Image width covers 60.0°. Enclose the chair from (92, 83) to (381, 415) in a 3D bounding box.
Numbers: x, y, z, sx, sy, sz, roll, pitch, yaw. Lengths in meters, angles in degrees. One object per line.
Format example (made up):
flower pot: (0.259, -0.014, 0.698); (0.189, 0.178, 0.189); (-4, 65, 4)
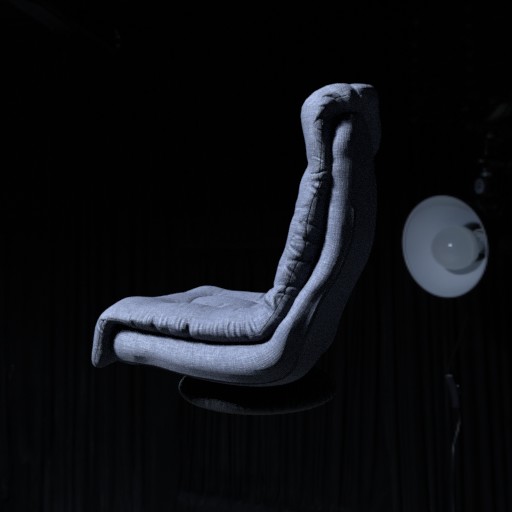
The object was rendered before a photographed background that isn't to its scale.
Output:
chair: (0.000, 0.000, 1.218); (0.668, 0.749, 0.597); (0, 0, 18)
